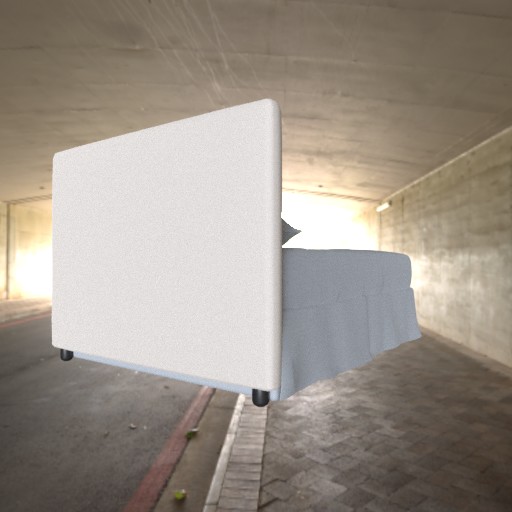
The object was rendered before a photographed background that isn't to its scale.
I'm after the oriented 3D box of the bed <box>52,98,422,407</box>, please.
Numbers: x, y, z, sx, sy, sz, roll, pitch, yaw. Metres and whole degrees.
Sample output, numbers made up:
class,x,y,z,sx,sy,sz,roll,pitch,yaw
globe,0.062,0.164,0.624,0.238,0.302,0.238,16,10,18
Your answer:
class,x,y,z,sx,sy,sz,roll,pitch,yaw
bed,0.000,0.000,3.179,1.748,1.330,2.142,0,-1,36
